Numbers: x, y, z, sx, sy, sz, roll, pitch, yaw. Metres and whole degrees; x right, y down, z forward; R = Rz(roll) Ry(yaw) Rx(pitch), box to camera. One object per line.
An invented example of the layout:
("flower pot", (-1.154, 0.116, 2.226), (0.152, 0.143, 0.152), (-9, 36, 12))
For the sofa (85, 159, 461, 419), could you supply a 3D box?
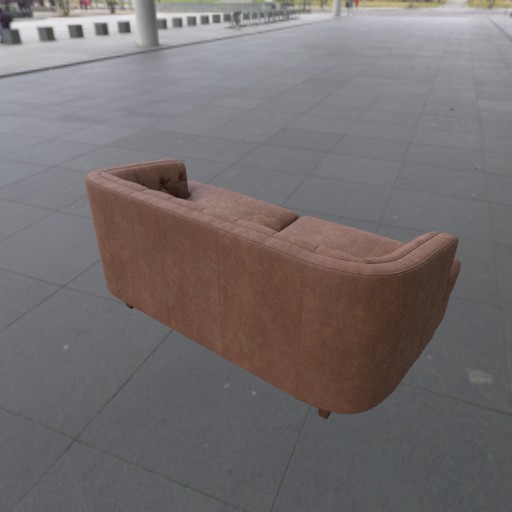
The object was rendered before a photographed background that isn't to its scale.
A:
("sofa", (0.000, 0.000, 2.253), (1.755, 0.786, 0.914), (21, 36, 31))
